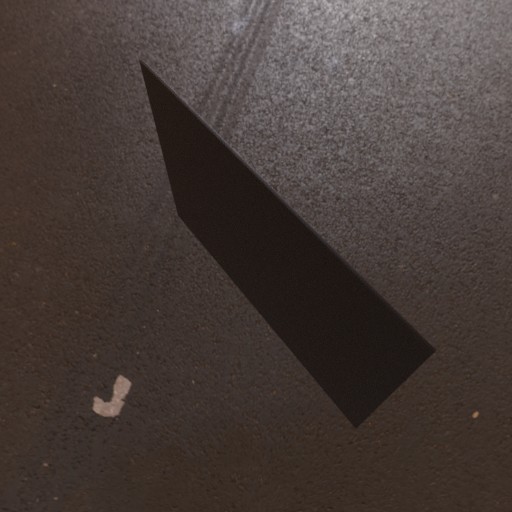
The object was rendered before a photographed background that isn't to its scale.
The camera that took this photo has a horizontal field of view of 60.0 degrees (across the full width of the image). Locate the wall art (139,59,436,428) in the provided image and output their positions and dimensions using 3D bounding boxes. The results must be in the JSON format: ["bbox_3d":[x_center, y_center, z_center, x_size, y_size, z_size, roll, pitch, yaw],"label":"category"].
[{"bbox_3d":[0.000,0.000,1.488,0.013,0.811,1.192,-33,64,-18],"label":"wall art"}]
